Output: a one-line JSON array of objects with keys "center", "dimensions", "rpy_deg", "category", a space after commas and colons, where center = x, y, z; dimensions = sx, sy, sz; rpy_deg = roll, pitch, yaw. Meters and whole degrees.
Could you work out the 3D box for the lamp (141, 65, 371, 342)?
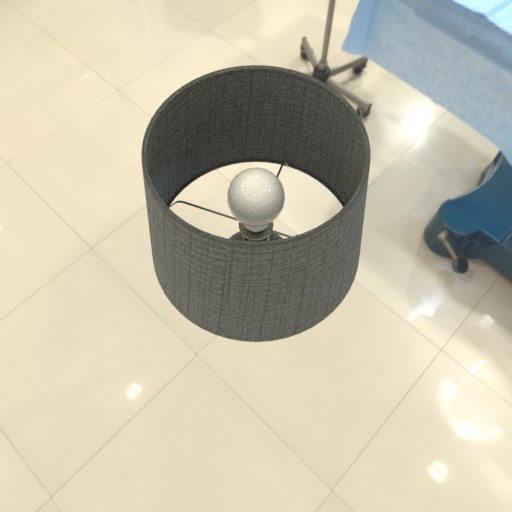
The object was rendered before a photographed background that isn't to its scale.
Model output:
[{"center": [0.000, 0.000, 0.576], "dimensions": [0.251, 0.429, 0.251], "rpy_deg": [0, 63, 0], "category": "lamp"}]
